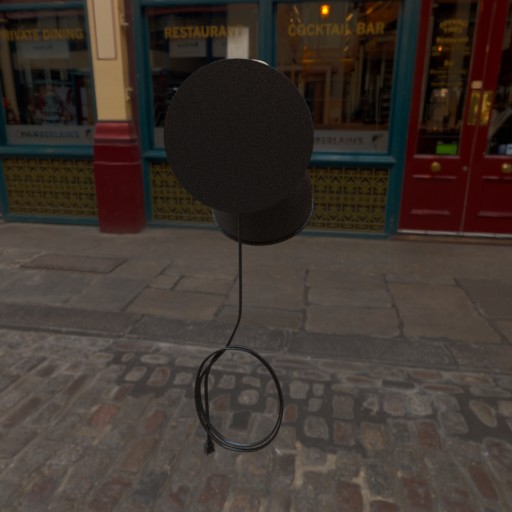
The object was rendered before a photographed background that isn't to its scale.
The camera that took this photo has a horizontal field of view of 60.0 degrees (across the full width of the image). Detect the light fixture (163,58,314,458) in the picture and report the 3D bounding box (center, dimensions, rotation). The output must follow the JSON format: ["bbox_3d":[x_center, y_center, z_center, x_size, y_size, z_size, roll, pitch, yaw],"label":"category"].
[{"bbox_3d":[0.000,0.000,0.500,0.127,0.401,0.203,3,16,9],"label":"light fixture"}]
